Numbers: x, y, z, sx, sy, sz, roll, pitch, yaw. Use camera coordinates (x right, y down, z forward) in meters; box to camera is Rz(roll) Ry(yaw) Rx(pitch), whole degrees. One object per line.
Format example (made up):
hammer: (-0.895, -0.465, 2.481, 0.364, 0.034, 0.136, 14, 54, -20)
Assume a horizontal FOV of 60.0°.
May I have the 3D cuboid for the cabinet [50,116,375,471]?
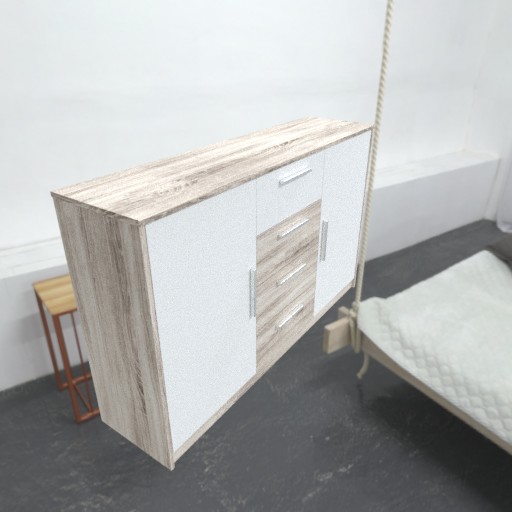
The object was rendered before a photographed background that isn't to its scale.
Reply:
cabinet: (0.000, 0.000, 1.872, 0.380, 0.900, 1.450, 18, 32, 31)
